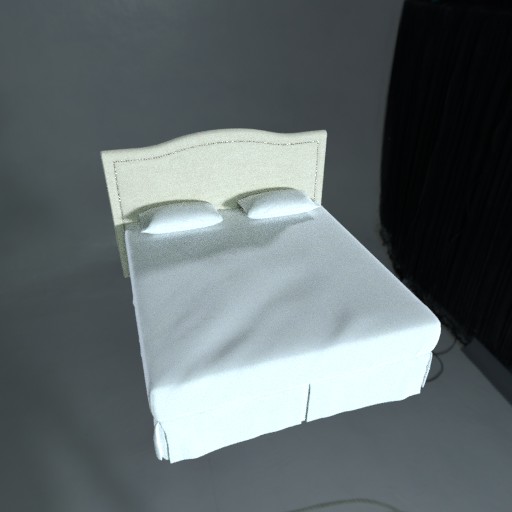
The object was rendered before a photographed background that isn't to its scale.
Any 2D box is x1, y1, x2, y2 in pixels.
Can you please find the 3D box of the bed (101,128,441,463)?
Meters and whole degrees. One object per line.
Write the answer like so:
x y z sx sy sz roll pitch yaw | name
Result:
0.000 0.000 3.474 2.083 1.421 2.182 -10 33 -15 | bed
